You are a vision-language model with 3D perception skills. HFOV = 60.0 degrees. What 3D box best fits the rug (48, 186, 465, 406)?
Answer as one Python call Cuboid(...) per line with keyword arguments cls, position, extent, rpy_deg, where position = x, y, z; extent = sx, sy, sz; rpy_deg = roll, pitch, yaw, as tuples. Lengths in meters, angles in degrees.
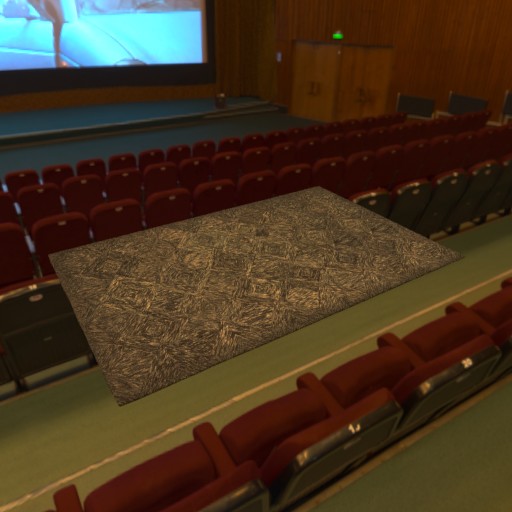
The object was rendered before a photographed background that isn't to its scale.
Cuboid(cls="rug", position=(0.000, 0.000, 2.215), extent=(1.754, 0.010, 1.139), rpy_deg=(-18, 35, -28))
